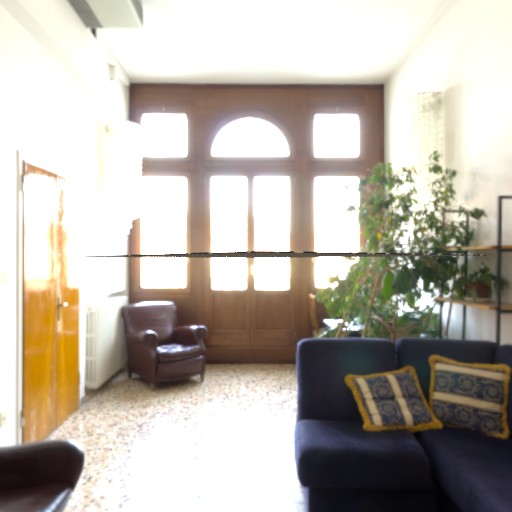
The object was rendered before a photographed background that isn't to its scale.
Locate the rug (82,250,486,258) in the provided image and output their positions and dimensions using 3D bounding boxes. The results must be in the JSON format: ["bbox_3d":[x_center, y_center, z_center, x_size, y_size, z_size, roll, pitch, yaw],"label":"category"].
[{"bbox_3d":[0.000,0.000,4.406,2.438,0.010,3.353,0,-1,-37],"label":"rug"}]
